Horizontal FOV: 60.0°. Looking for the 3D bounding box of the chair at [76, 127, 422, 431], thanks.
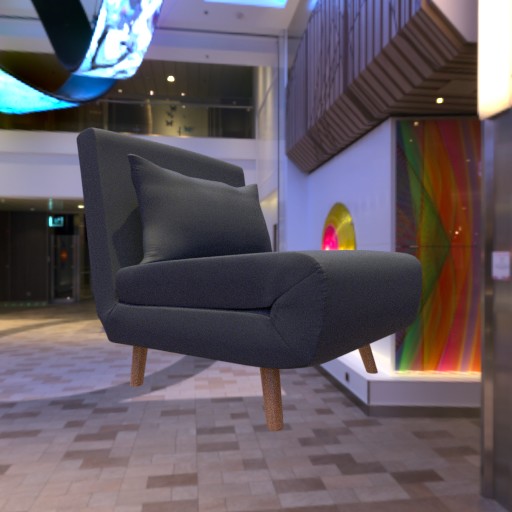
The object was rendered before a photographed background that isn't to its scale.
[{"bbox_3d":[0.000,0.000,1.462,0.900,0.808,0.770,0,0,36],"label":"chair"}]
